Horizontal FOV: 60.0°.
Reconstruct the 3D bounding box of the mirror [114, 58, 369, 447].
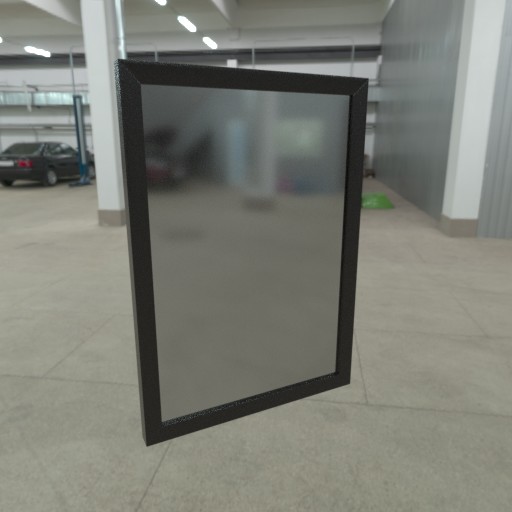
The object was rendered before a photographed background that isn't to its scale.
[{"bbox_3d":[0.000,0.000,0.914,0.507,0.710,0.040,-8,17,-26],"label":"mirror"}]
